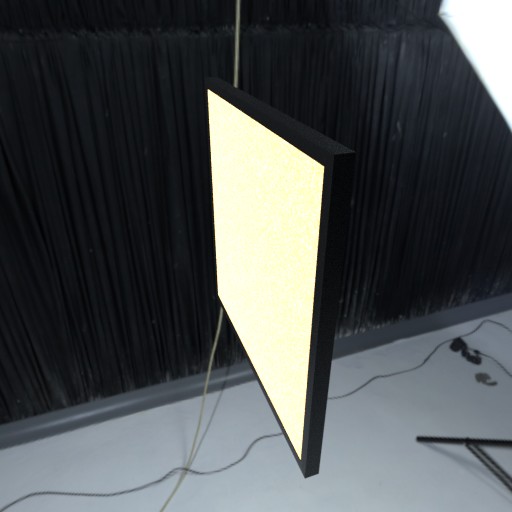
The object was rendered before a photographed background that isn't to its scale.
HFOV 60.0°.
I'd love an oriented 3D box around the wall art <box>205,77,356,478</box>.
[{"bbox_3d":[0.000,0.000,1.134,0.036,0.755,0.756,-10,32,-17],"label":"wall art"}]
